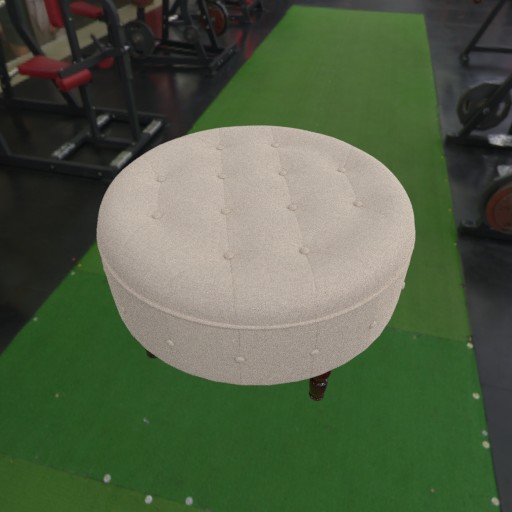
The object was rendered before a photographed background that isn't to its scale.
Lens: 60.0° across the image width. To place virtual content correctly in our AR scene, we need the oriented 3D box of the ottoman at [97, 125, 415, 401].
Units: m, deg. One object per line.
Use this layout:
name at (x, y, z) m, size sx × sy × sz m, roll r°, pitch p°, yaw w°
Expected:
ottoman at (0.000, 0.000, 1.332) m, size 0.848 × 0.494 × 0.848 m, roll 0°, pitch 41°, yaw 0°
